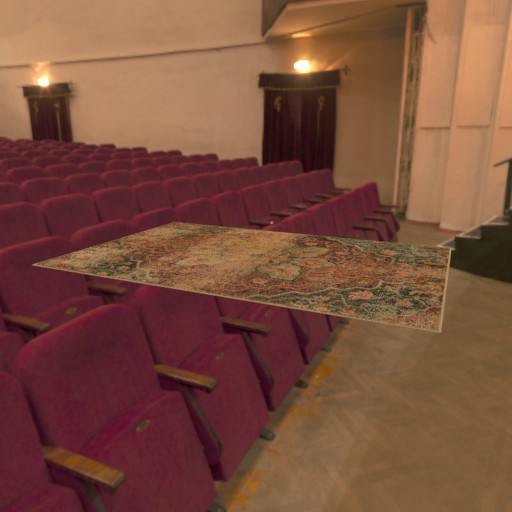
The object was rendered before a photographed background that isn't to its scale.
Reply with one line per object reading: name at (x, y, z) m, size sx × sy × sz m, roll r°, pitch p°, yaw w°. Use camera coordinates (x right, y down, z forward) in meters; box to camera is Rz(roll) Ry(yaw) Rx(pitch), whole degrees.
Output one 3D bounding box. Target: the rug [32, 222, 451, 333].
rug at (0.000, 0.000, 2.926) m, size 2.363 × 0.004 × 1.566 m, roll 7°, pitch 17°, yaw 25°
